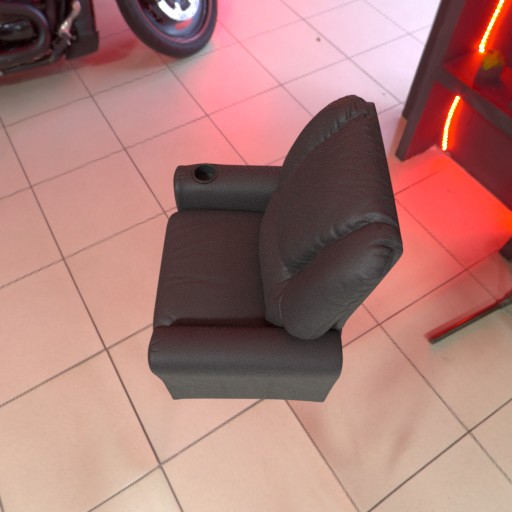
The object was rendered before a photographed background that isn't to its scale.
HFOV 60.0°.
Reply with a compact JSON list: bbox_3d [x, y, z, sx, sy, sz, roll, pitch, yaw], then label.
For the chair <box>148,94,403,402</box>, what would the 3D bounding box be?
[{"bbox_3d":[0.000,0.000,1.133,0.521,0.709,0.610,1,58,0],"label":"chair"}]
